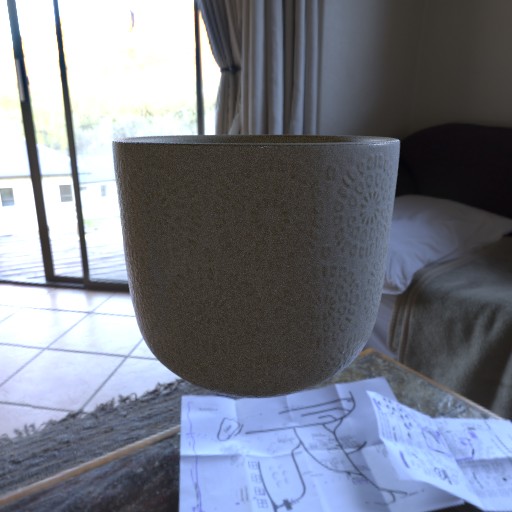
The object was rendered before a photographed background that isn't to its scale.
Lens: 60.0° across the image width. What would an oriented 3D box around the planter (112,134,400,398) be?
[{"bbox_3d":[0.000,0.000,0.295,0.170,0.152,0.170,0,17,0],"label":"planter"}]
